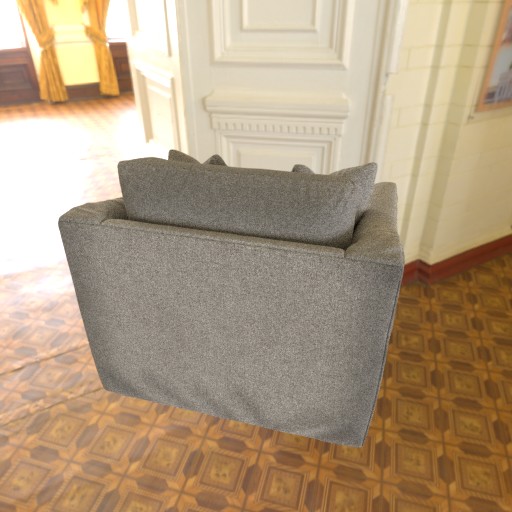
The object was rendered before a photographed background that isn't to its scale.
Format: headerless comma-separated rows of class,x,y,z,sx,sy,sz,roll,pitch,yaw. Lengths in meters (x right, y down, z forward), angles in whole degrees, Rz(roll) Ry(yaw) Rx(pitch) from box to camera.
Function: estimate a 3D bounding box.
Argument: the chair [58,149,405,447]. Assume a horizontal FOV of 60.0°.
chair,0.000,0.000,2.024,1.194,1.059,1.071,8,32,13
